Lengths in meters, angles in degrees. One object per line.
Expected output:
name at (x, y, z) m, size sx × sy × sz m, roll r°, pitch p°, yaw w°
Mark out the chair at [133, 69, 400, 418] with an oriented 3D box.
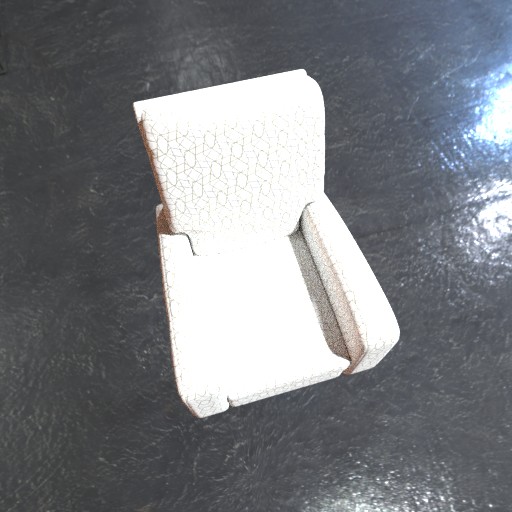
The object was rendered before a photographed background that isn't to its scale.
chair at (0.000, 0.000, 1.777) m, size 0.796 × 1.064 × 0.995 m, roll -14°, pitch 64°, yaw -7°
